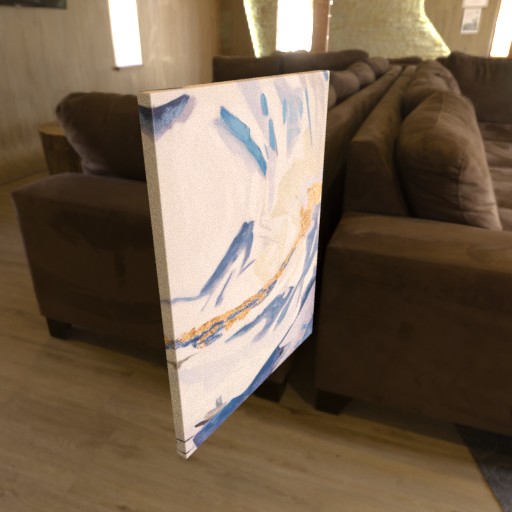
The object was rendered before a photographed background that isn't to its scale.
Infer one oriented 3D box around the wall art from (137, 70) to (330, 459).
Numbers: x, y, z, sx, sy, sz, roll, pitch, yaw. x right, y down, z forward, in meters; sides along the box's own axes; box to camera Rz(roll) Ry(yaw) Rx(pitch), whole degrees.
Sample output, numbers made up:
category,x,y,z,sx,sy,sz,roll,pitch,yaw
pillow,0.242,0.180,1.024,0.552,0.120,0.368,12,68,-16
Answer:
category,x,y,z,sx,sy,sz,roll,pitch,yaw
wall art,0.000,0.000,1.362,0.038,1.015,0.761,17,31,31
